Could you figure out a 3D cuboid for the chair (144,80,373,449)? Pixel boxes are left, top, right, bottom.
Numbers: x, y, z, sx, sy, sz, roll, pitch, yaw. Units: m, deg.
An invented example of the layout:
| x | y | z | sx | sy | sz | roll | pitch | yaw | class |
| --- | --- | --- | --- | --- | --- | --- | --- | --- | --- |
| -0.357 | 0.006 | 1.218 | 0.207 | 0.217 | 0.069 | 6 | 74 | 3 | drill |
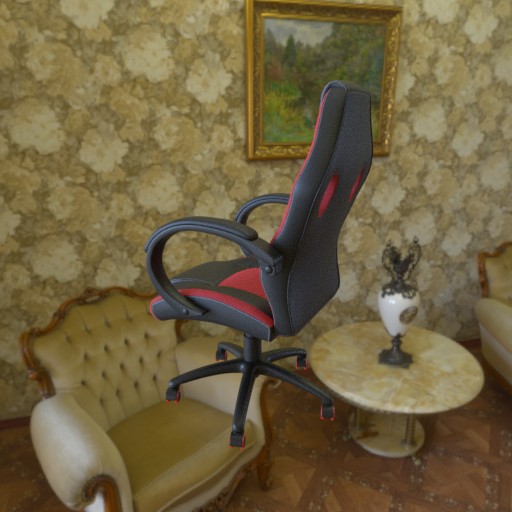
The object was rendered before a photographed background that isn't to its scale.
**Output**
| x | y | z | sx | sy | sz | roll | pitch | yaw | class |
| --- | --- | --- | --- | --- | --- | --- | --- | --- | --- |
| 0.000 | 0.000 | 1.656 | 0.724 | 1.187 | 0.673 | 8 | 18 | 26 | chair |
